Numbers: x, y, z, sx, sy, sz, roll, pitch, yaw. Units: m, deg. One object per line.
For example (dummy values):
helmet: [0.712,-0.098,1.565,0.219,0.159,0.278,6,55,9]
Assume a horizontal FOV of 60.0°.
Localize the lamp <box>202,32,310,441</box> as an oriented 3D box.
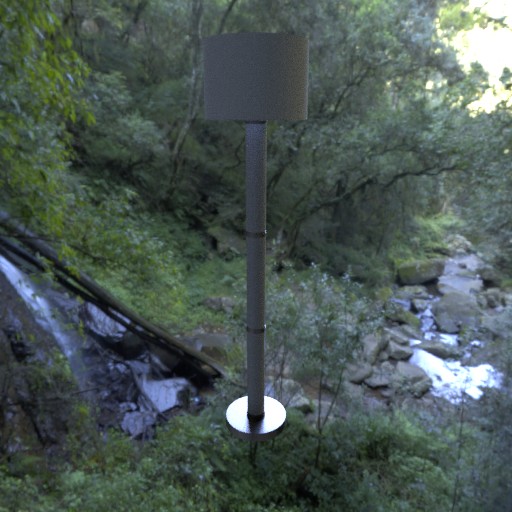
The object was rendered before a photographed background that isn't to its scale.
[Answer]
lamp: [0.000,0.000,1.804,0.377,1.599,0.377,-17,24,-41]
